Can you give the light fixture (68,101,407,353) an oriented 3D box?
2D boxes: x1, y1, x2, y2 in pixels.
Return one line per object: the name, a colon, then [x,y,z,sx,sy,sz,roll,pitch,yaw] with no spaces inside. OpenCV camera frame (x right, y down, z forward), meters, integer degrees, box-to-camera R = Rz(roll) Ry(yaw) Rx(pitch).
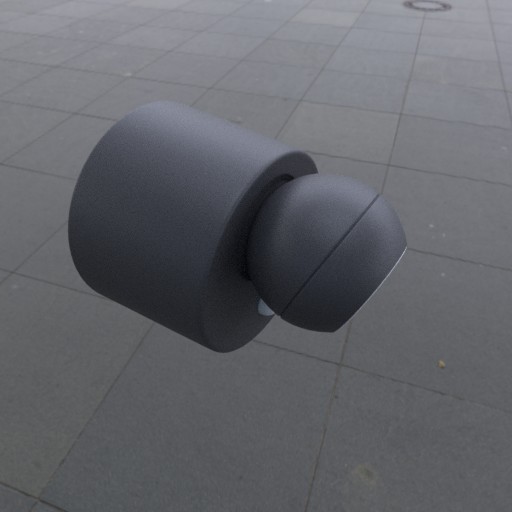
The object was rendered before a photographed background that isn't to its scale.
light fixture: [0.000,0.000,0.262,0.160,0.143,0.134,24,47,25]
